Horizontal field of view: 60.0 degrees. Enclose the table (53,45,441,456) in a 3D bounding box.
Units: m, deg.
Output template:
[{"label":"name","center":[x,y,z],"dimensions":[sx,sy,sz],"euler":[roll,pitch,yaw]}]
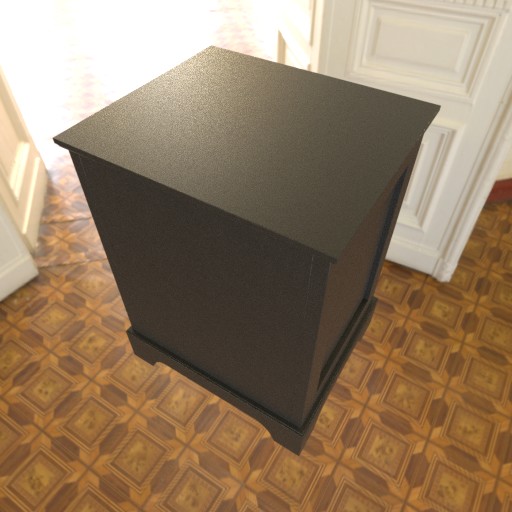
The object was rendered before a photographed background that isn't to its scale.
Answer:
[{"label":"table","center":[0.000,0.000,0.906],"dimensions":[0.460,0.610,0.399],"euler":[24,51,21]}]
